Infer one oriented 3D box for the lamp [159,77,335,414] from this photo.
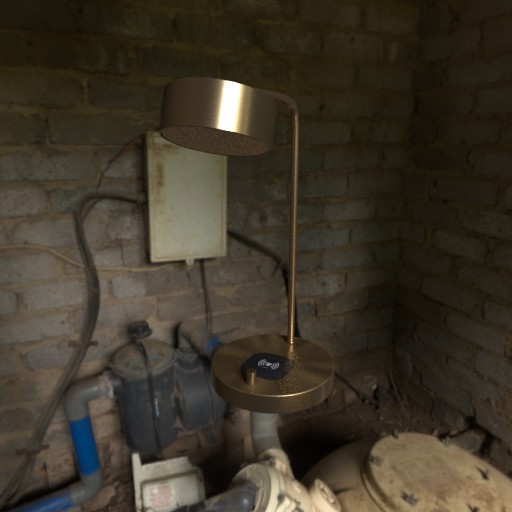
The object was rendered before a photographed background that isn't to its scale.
[{"bbox_3d":[0.000,0.000,0.532,0.171,0.380,0.270,8,17,26],"label":"lamp"}]
